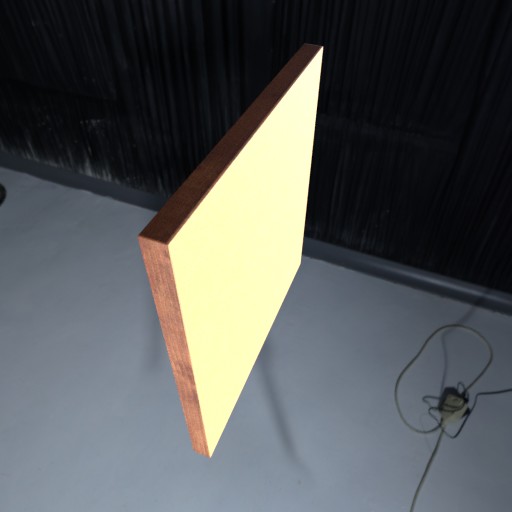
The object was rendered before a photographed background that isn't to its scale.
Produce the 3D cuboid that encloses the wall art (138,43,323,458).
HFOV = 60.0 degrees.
[{"bbox_3d":[0.000,0.000,0.830,0.037,0.572,0.554,16,48,15],"label":"wall art"}]
